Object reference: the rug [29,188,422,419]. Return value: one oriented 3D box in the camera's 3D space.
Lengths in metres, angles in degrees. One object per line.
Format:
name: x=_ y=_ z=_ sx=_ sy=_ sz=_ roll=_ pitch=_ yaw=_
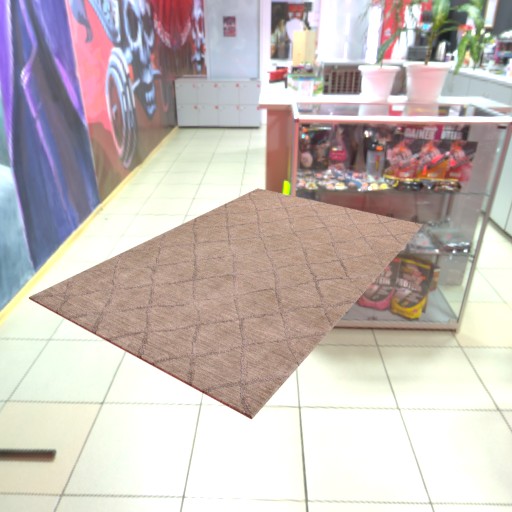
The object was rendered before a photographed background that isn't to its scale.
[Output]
rug: x=0.000 y=0.000 z=2.931 sx=1.521 sy=0.015 sz=2.280 roll=17 pitch=32 yaw=30
